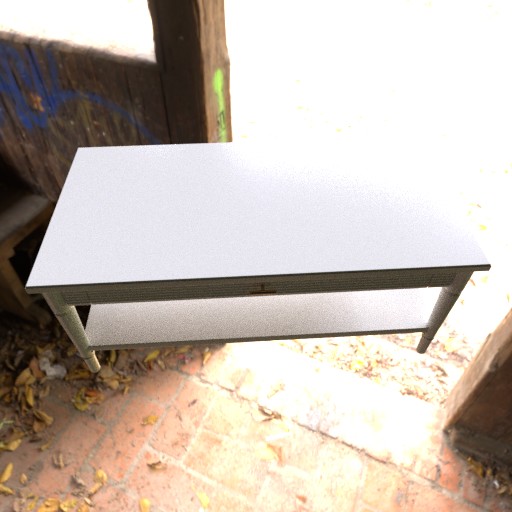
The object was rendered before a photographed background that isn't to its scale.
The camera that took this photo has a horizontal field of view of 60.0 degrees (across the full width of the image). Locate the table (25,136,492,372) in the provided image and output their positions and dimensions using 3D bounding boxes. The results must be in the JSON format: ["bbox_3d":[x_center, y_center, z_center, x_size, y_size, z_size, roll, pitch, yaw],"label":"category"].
[{"bbox_3d":[0.000,0.000,1.364,1.067,0.457,0.559,-3,47,-3],"label":"table"}]
